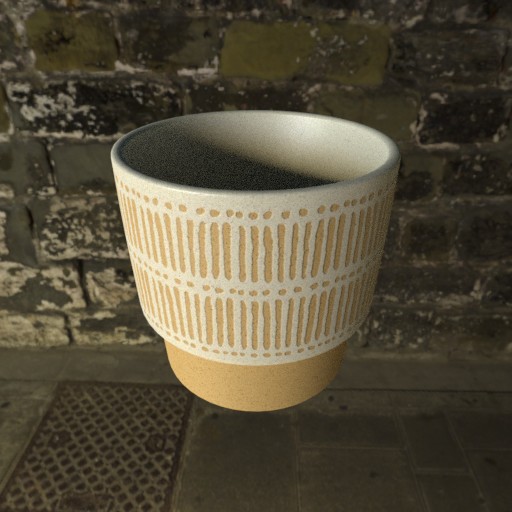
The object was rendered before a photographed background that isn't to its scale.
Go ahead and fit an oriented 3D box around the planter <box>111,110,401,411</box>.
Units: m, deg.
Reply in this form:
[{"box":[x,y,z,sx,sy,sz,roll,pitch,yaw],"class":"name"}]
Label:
[{"box":[0.000,0.000,0.577,0.317,0.303,0.317,0,30,0],"class":"planter"}]
